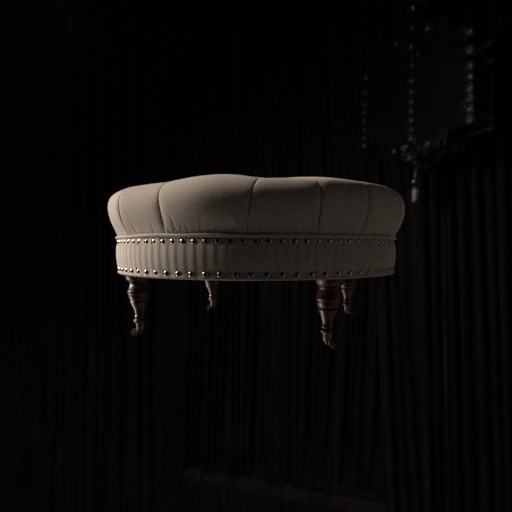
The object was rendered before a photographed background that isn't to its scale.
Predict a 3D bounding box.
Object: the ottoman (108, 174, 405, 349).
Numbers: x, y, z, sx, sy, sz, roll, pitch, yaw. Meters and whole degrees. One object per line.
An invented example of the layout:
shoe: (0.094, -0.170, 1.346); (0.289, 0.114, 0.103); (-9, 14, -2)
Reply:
ottoman: (0.000, 0.000, 1.417); (0.901, 0.439, 0.901); (0, 1, 0)
